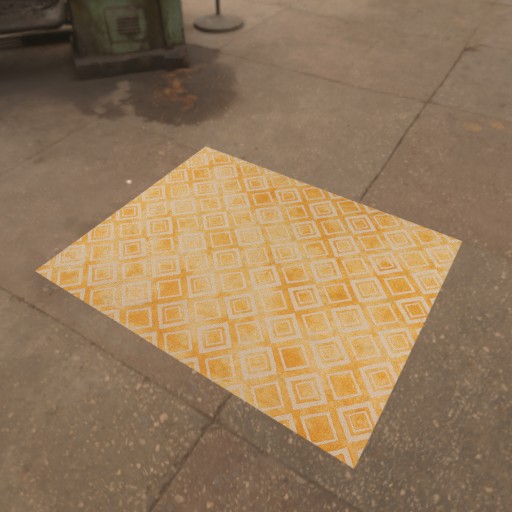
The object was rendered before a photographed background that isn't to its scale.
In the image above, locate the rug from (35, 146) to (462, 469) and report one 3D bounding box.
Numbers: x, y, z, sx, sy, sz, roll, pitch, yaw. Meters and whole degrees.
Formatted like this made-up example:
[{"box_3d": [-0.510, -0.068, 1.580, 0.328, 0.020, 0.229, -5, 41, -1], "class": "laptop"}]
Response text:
[{"box_3d": [0.000, 0.000, 4.019, 3.037, 0.011, 2.433, 25, 50, 23], "class": "rug"}]
